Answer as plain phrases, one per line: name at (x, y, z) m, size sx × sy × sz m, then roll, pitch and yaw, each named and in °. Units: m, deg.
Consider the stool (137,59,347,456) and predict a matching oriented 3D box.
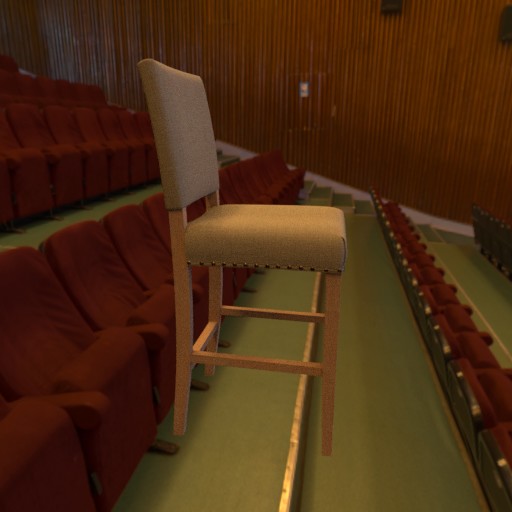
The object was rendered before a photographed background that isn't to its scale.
stool at (0.000, 0.000, 1.484) m, size 0.585 × 1.173 × 0.445 m, roll 3°, pitch 16°, yaw 10°
